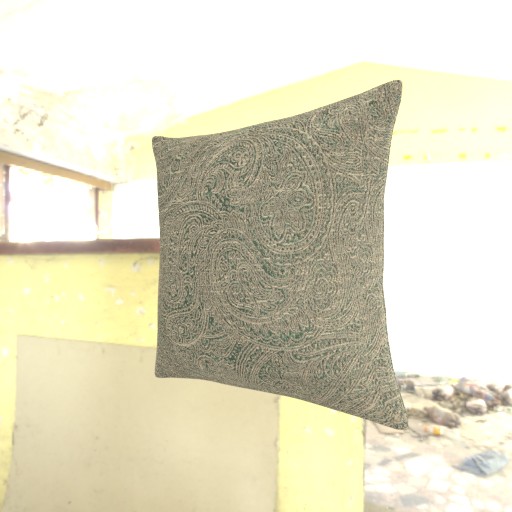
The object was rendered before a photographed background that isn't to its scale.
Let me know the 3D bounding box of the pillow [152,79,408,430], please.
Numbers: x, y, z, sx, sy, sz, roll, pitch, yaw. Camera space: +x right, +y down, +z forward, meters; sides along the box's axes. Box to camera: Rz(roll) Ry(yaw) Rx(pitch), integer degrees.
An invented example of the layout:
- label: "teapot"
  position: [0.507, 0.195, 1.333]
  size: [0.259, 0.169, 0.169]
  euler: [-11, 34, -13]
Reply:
- label: "pillow"
  position: [0.000, 0.000, 0.786]
  size: [0.526, 0.507, 0.166]
  euler: [-1, -1, 35]
